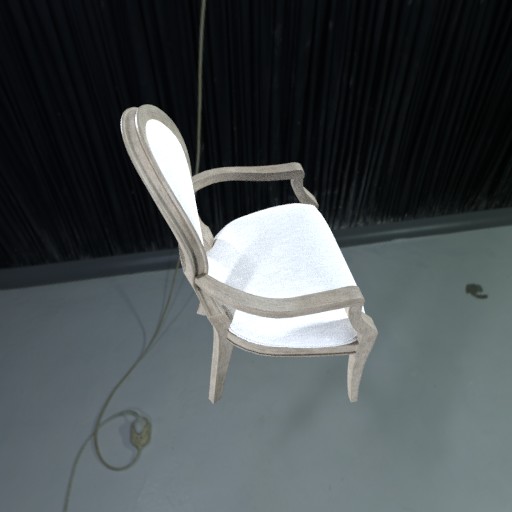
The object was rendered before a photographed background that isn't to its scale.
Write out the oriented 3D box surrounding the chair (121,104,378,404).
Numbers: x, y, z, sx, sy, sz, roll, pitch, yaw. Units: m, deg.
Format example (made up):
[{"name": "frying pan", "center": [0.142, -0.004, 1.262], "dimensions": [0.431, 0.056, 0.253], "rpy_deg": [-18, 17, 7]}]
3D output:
[{"name": "chair", "center": [0.000, 0.000, 1.361], "dimensions": [0.602, 0.991, 0.611], "rpy_deg": [-9, 47, -8]}]
